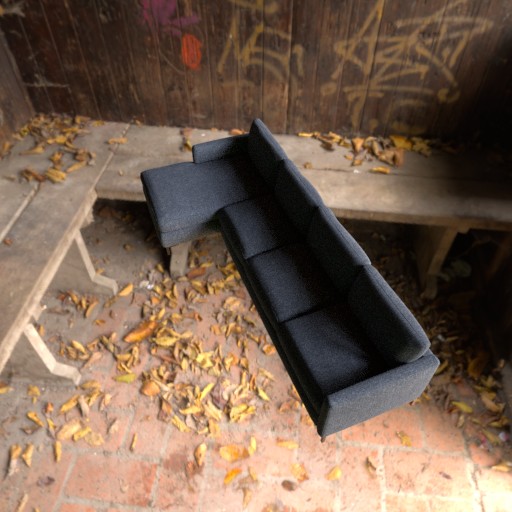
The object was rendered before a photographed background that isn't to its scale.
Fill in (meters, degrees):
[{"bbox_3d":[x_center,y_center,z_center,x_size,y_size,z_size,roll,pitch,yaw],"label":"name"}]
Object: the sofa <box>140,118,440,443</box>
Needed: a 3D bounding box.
[{"bbox_3d":[0.000,0.000,3.635,1.350,0.810,2.932,-16,50,-15],"label":"sofa"}]
